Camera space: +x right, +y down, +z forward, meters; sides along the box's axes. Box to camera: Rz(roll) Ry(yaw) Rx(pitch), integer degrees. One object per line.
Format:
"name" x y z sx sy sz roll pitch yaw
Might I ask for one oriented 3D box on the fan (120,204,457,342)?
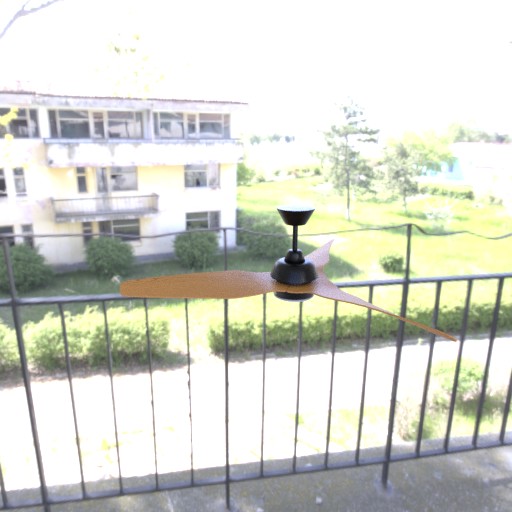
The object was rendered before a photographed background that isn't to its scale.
"fan" 0.000 0.000 1.665 1.010 0.355 1.142 -3 16 -10
